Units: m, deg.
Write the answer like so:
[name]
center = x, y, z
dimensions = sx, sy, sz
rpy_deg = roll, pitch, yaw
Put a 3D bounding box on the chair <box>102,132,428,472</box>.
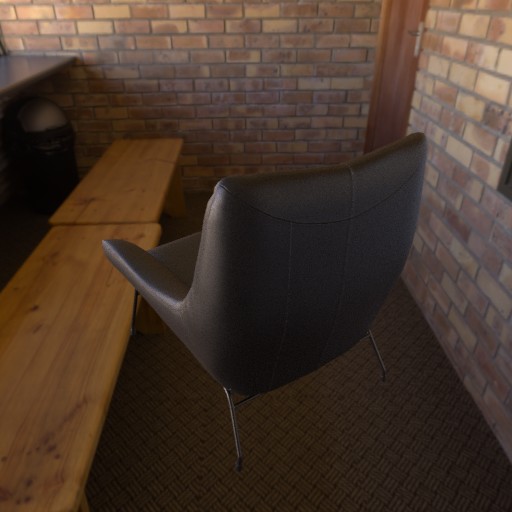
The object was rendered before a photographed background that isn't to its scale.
[chair]
center = 0.000, 0.000, 1.537
dimensions = 0.836, 0.922, 0.826
rpy_deg = -19, 36, -29
